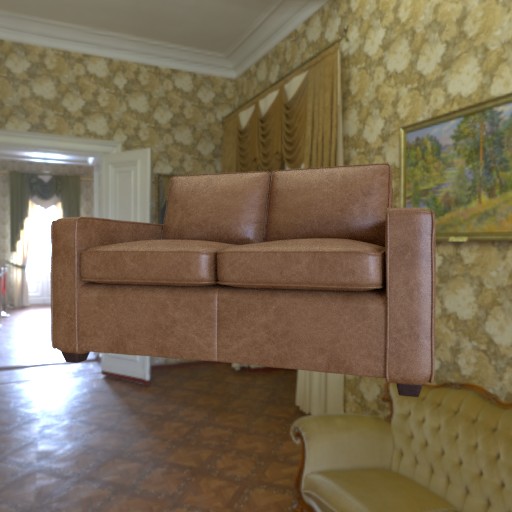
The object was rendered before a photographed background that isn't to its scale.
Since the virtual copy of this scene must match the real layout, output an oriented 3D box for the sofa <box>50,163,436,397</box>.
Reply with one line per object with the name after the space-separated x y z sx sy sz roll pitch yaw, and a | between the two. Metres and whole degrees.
0.000 0.000 2.081 1.532 0.896 1.020 0 1 19 | sofa
